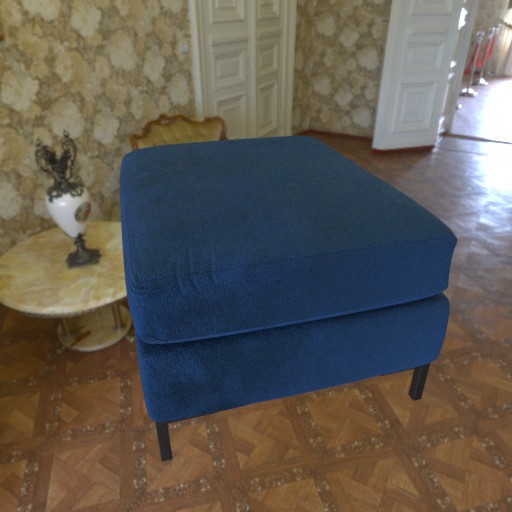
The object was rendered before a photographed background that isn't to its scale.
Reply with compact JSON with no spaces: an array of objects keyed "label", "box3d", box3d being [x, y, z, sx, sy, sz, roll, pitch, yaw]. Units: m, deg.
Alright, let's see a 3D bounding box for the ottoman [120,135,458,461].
[{"label":"ottoman","box3d":[0.000,0.000,1.182,0.655,0.485,0.794,-8,31,-14]}]
